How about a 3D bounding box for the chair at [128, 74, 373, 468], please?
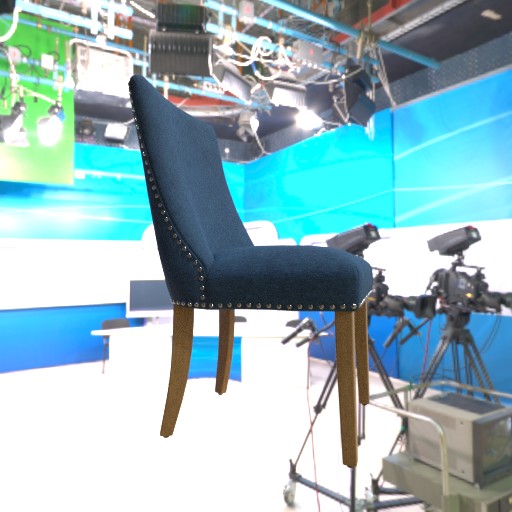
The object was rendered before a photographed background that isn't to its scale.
[{"bbox_3d":[0.000,0.000,1.230,0.610,0.902,0.495,0,-1,18],"label":"chair"}]
